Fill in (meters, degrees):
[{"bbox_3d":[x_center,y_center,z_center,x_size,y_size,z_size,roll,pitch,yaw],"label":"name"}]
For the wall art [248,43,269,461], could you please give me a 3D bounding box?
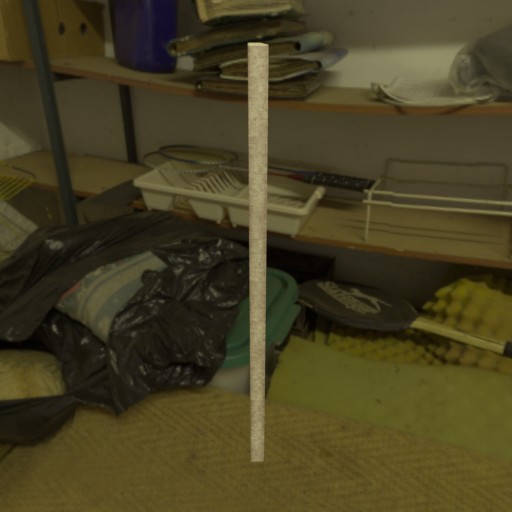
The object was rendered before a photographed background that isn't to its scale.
[{"bbox_3d":[0.000,0.000,1.690,0.051,1.461,0.648,0,26,-1],"label":"wall art"}]
